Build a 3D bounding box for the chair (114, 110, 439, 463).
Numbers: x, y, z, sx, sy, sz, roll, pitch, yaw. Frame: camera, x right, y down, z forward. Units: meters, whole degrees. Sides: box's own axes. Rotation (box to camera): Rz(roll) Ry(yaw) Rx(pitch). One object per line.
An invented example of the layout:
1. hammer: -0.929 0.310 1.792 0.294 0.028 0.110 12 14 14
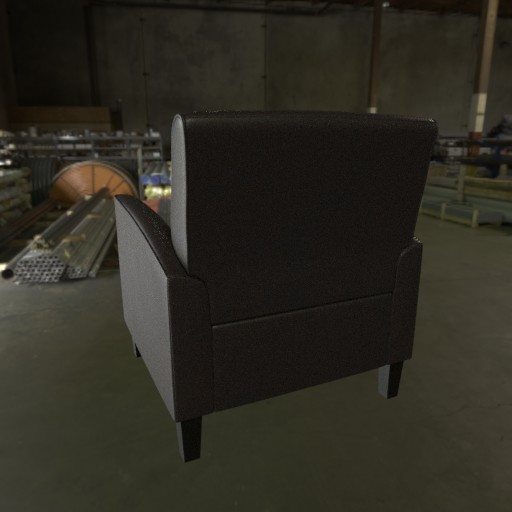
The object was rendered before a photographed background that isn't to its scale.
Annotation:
1. chair: 0.000 0.000 1.531 0.820 0.916 0.819 -7 16 -25
